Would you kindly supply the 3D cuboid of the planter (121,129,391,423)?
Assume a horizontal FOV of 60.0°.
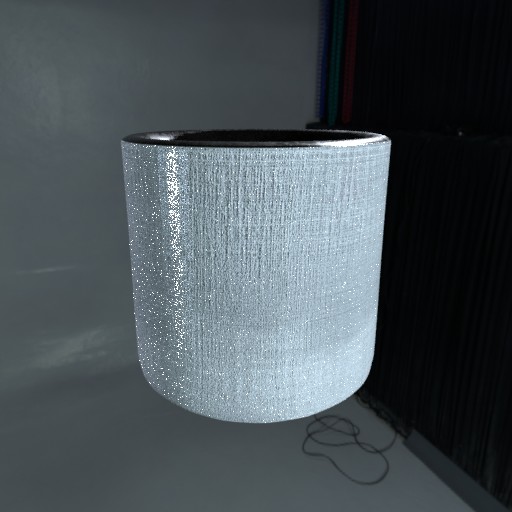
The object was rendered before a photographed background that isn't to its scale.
[{"bbox_3d":[0.000,0.000,0.292,0.160,0.156,0.160,0,18,0],"label":"planter"}]
